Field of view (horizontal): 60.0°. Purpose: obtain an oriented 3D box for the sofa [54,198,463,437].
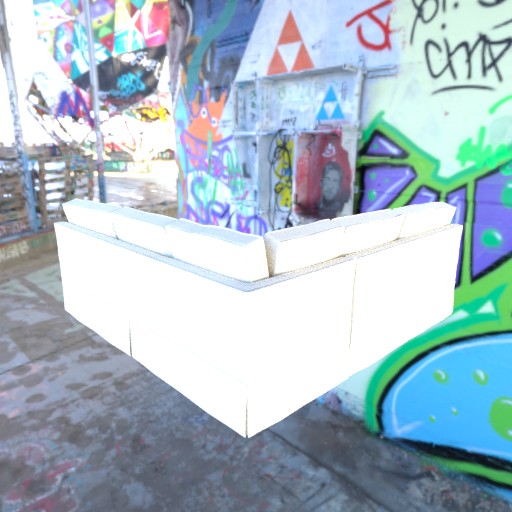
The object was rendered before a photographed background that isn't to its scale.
[{"bbox_3d":[0.000,0.000,3.995,2.591,1.070,2.597,-14,20,-42],"label":"sofa"}]
